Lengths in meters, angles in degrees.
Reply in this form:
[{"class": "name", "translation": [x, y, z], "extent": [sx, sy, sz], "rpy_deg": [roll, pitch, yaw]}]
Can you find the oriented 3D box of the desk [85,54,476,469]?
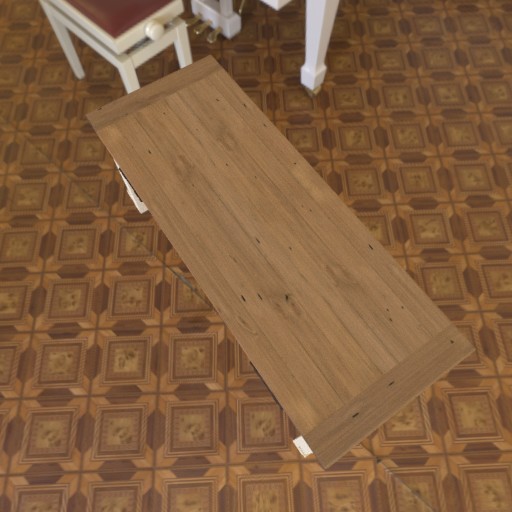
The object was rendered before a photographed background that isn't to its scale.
[{"class": "desk", "translation": [0.000, 0.000, 2.175], "extent": [0.688, 0.762, 1.803], "rpy_deg": [-32, 69, -14]}]
